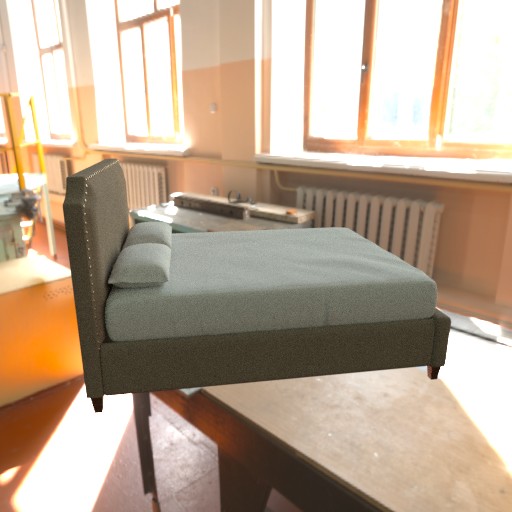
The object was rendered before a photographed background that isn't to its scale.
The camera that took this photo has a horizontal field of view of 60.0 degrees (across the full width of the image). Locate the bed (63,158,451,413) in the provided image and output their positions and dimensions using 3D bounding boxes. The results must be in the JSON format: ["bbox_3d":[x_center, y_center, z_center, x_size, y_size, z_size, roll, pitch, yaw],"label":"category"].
[{"bbox_3d":[0.000,0.000,3.447,2.329,1.415,1.703,-3,17,-9],"label":"bed"}]
